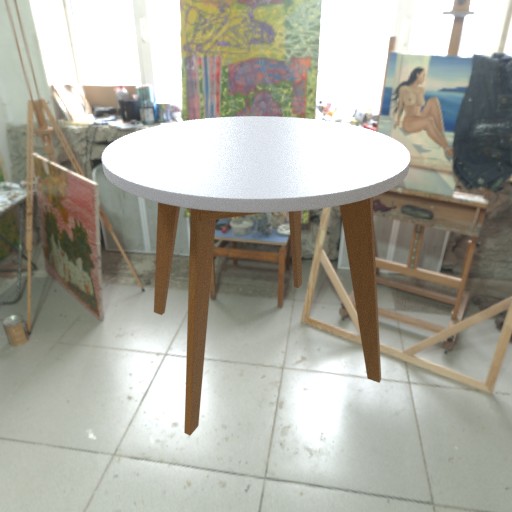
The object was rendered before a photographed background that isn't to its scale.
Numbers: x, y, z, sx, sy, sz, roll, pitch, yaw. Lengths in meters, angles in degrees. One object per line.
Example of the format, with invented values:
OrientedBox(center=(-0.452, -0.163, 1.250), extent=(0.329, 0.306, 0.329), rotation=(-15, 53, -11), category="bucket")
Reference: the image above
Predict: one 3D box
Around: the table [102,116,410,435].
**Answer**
OrientedBox(center=(0.000, 0.000, 1.524), extent=(0.896, 0.762, 0.896), rotation=(0, 28, 0), category="table")
